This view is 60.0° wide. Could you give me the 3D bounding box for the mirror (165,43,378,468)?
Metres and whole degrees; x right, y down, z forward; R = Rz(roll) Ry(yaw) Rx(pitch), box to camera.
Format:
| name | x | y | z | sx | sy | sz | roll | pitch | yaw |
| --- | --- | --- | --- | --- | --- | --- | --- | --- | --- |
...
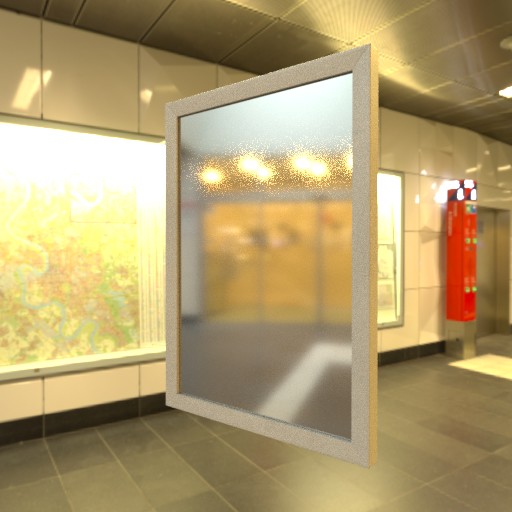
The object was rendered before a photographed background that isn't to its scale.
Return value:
| name | x | y | z | sx | sy | sz | roll | pitch | yaw |
| --- | --- | --- | --- | --- | --- | --- | --- | --- | --- |
| mirror | 0.000 | 0.000 | 0.908 | 0.507 | 0.710 | 0.040 | 1 | 1 | 37 |
